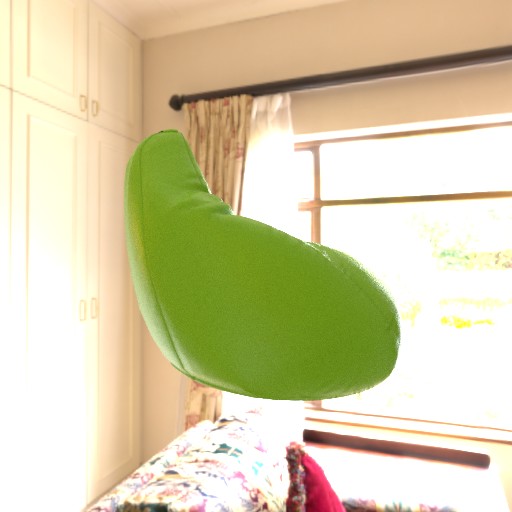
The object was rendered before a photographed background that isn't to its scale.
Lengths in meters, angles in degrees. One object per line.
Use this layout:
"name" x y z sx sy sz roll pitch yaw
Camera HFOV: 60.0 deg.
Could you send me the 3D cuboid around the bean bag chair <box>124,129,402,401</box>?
"bean bag chair" 0.000 0.000 1.870 1.070 0.990 1.070 0 -1 -18
